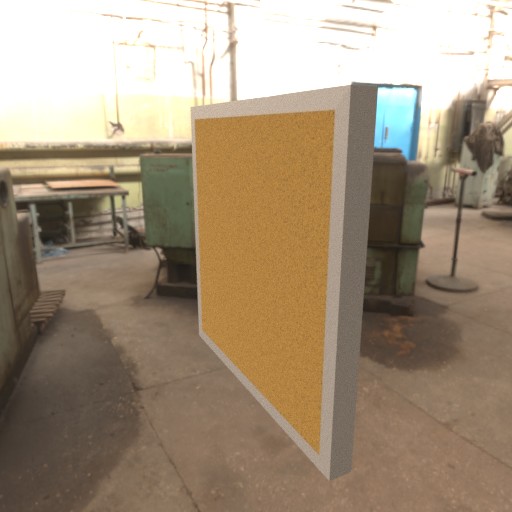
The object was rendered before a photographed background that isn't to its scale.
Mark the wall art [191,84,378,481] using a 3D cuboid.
[{"bbox_3d":[0.000,0.000,1.936,0.098,1.291,1.289,-8,18,-26],"label":"wall art"}]
